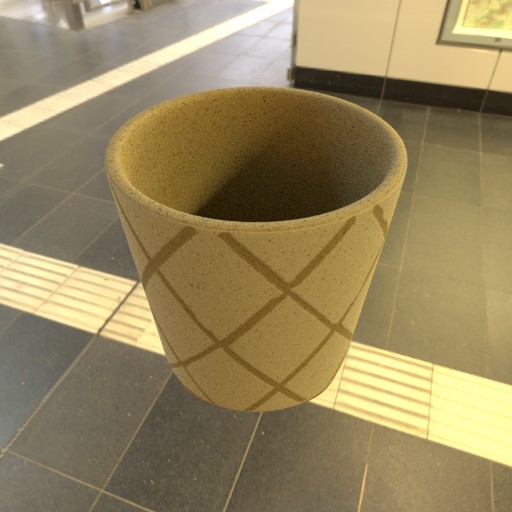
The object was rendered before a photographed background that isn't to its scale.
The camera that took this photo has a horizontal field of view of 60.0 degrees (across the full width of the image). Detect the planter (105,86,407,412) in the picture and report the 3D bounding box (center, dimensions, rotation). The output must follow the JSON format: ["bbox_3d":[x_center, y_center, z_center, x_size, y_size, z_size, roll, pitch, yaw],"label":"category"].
[{"bbox_3d":[0.000,0.000,0.352,0.191,0.199,0.191,0,41,0],"label":"planter"}]
